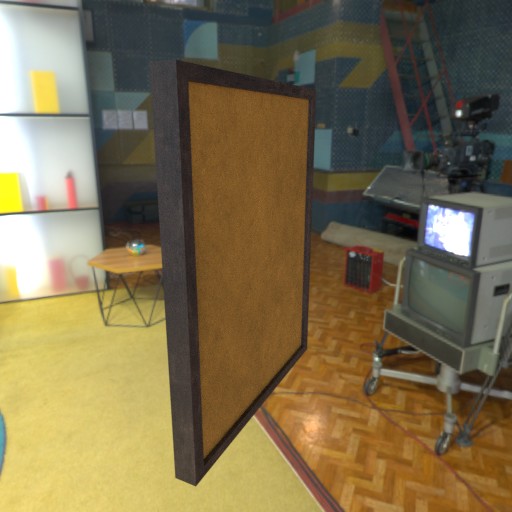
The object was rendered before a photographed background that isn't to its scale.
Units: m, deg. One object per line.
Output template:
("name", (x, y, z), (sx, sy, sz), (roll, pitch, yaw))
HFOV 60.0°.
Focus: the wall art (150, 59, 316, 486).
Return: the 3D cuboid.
("wall art", (0.000, 0.000, 0.547), (0.027, 0.406, 0.329), (8, 18, 25))
